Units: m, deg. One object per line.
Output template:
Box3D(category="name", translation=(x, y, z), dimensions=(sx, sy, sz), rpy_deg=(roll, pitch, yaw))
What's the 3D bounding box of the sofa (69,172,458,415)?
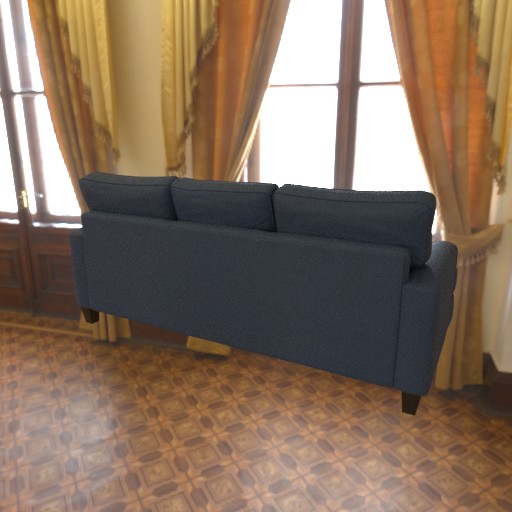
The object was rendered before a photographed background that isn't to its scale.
Box3D(category="sofa", translation=(0.000, 0.000, 2.639), dimensions=(2.158, 0.965, 0.951), rpy_deg=(8, 18, 28))
